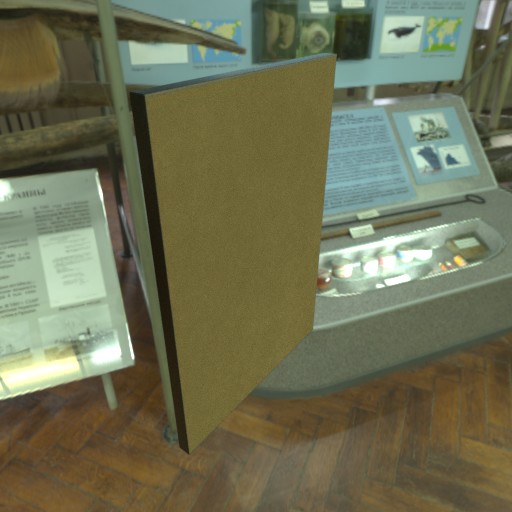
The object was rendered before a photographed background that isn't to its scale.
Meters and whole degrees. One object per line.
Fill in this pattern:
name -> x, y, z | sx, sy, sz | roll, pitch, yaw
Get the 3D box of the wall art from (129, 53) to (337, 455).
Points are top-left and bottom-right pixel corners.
wall art -> 0.000, 0.000, 0.578 | 0.019, 0.455, 0.314 | 22, 37, 31
